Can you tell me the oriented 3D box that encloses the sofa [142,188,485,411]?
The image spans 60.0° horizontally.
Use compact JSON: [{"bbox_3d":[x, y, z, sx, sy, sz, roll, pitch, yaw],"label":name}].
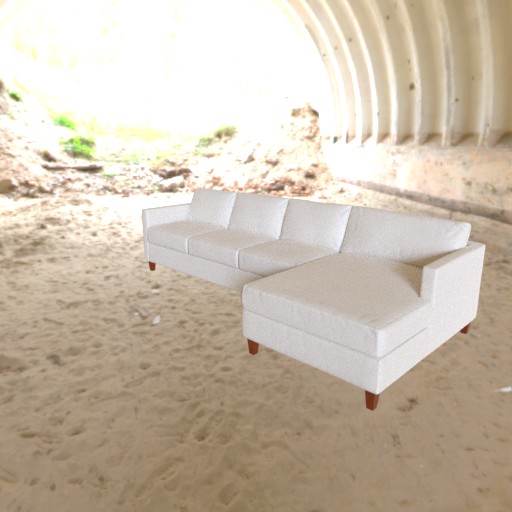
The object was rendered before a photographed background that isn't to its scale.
[{"bbox_3d":[0.000,0.000,4.115,3.471,0.954,1.606,14,21,42],"label":"sofa"}]
